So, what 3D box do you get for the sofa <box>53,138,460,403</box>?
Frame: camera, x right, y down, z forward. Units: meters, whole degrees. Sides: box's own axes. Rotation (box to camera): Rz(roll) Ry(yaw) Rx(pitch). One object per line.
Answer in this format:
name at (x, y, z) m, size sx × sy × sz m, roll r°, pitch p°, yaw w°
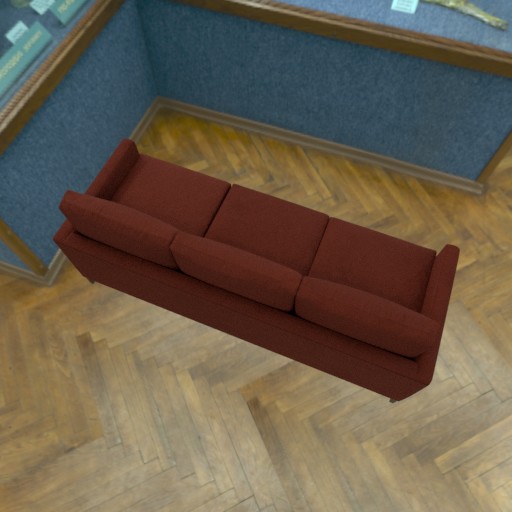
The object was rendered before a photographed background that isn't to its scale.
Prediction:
sofa at (0.000, 0.000, 2.732) m, size 2.252 × 0.879 × 0.875 m, roll 20°, pitch 64°, yaw 10°
